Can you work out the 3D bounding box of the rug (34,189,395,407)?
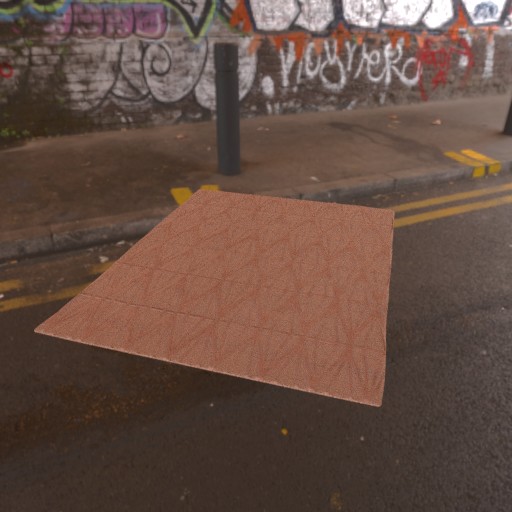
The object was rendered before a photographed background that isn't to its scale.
[{"bbox_3d":[0.000,0.000,4.167,2.453,0.043,3.052,8,30,14],"label":"rug"}]
